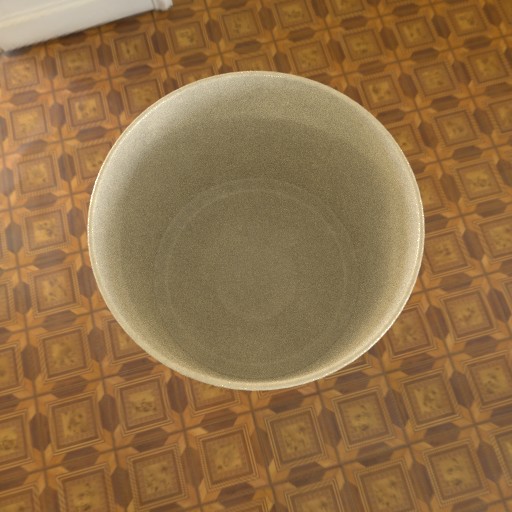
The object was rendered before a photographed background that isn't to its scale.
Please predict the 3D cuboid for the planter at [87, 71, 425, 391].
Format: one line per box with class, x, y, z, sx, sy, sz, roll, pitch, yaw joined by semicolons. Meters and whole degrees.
planter;0.000;0.000;0.444;0.250;0.239;0.250;0;75;0
